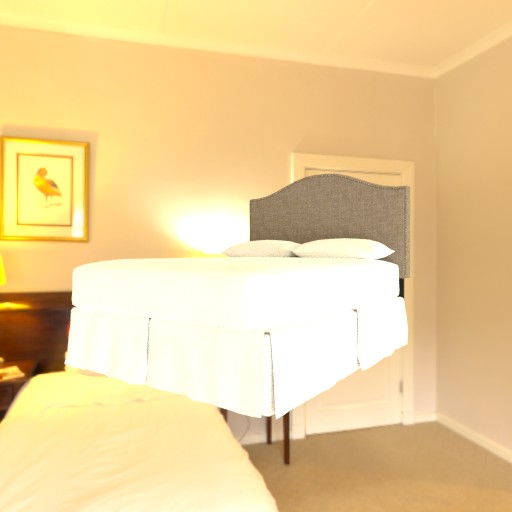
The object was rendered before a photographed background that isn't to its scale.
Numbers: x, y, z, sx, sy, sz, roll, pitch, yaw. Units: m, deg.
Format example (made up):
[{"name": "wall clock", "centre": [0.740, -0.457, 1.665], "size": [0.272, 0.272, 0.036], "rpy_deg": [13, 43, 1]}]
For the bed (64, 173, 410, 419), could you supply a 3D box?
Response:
[{"name": "bed", "centre": [0.000, 0.000, 3.329], "size": [1.713, 1.518, 2.153], "rpy_deg": [0, 0, 36]}]
